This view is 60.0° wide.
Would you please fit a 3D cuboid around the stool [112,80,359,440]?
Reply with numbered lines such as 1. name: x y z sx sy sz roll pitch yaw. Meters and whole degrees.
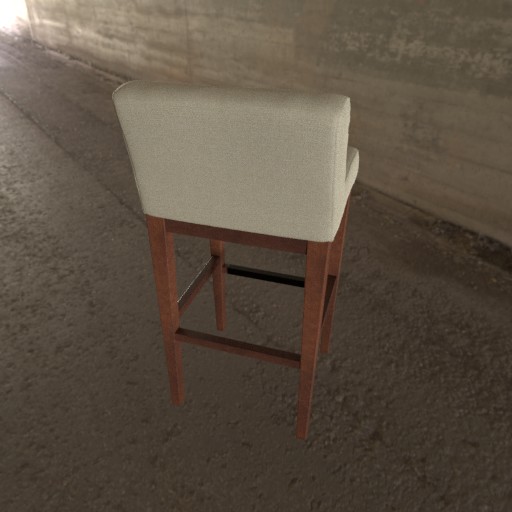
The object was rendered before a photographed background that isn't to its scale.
1. stool: 0.000 0.000 1.336 0.511 1.037 0.500 10 33 15
